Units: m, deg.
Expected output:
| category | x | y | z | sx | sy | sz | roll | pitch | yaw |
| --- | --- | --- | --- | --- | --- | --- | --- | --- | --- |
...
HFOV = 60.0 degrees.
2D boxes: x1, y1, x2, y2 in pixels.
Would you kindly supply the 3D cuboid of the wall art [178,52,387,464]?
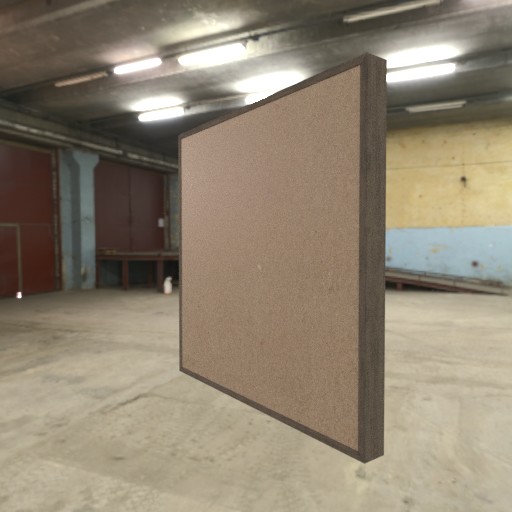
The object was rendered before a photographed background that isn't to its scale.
| category | x | y | z | sx | sy | sz | roll | pitch | yaw |
| --- | --- | --- | --- | --- | --- | --- | --- | --- | --- |
| wall art | 0.000 | 0.000 | 0.762 | 0.038 | 0.508 | 0.508 | -1 | 2 | -36 |
